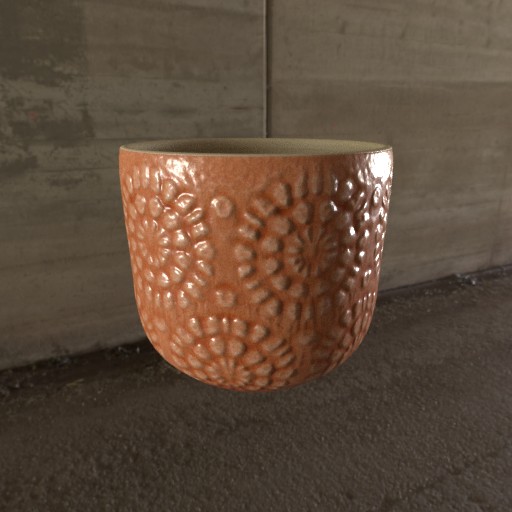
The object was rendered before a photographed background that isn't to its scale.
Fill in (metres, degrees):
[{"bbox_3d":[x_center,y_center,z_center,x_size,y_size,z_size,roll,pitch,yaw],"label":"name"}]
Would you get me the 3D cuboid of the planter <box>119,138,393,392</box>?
[{"bbox_3d":[0.000,0.000,0.223,0.124,0.109,0.124,0,17,0],"label":"planter"}]
